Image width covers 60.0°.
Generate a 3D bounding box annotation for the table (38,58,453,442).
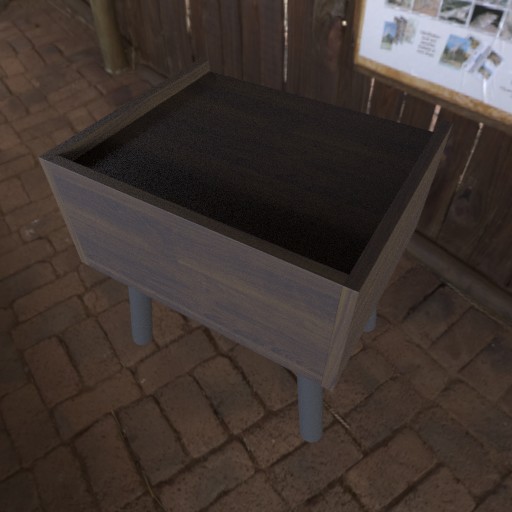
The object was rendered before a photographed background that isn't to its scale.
[{"bbox_3d":[0.000,0.000,0.786,0.450,0.470,0.370,23,51,21],"label":"table"}]
